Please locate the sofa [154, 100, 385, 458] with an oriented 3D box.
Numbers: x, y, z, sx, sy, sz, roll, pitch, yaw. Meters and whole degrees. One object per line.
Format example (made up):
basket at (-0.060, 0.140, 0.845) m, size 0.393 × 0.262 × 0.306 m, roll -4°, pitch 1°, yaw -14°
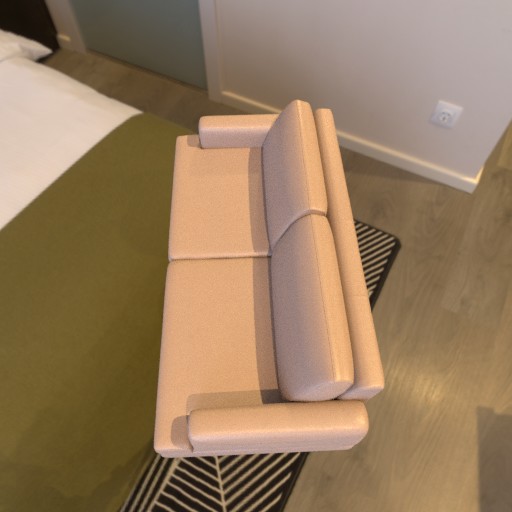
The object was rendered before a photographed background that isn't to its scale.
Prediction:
sofa at (0.000, 0.000, 2.409) m, size 0.974 × 0.765 × 1.940 m, roll -2°, pitch 58°, yaw -1°
